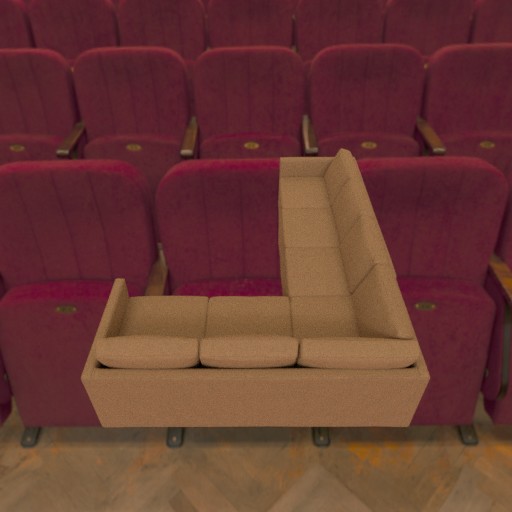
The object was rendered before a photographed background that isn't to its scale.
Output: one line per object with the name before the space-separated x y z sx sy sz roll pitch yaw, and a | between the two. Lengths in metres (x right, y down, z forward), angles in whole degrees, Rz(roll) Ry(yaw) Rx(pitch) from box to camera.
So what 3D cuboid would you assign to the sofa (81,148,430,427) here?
sofa | 0.000 0.000 4.402 2.432 0.871 3.182 0 41 0
